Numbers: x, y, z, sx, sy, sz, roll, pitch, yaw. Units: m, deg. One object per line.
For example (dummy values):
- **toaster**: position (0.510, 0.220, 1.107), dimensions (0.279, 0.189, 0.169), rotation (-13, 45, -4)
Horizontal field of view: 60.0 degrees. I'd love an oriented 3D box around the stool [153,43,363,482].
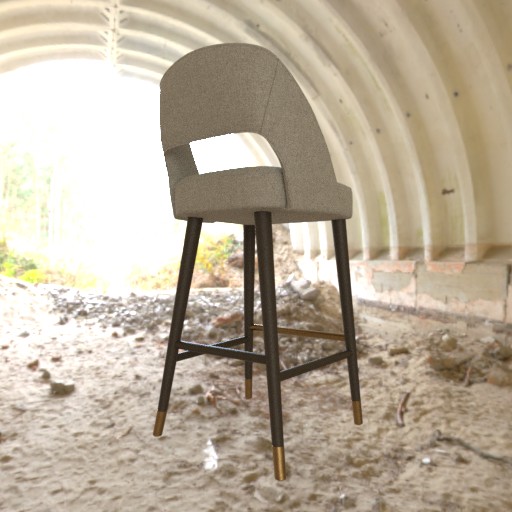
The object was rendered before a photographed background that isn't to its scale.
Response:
- **stool**: position (0.000, 0.000, 1.306), dimensions (0.494, 1.037, 0.509), rotation (0, -1, 37)
